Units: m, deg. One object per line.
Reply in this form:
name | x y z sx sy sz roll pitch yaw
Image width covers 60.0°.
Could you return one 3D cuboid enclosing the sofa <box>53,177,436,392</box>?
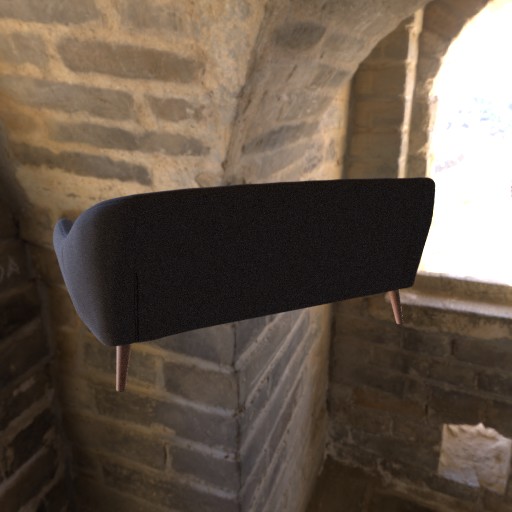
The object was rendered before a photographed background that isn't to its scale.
sofa | 0.000 0.000 2.249 1.840 0.820 0.820 -7 17 -25
